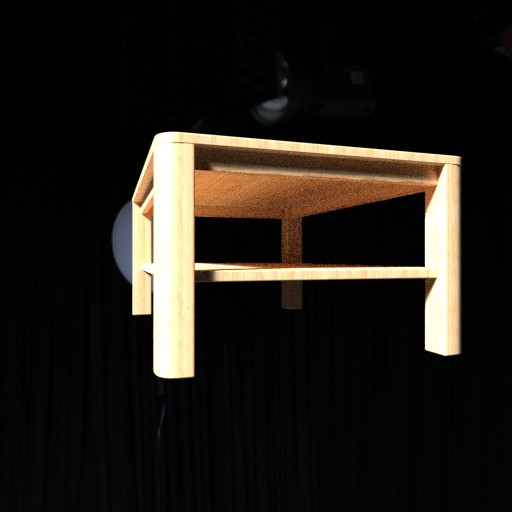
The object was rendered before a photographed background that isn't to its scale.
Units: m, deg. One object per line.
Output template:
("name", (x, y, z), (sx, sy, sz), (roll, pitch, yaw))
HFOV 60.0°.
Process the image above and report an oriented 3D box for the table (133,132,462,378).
("table", (0.000, 0.000, 1.369), (0.696, 0.445, 0.997), (0, 0, -18))
